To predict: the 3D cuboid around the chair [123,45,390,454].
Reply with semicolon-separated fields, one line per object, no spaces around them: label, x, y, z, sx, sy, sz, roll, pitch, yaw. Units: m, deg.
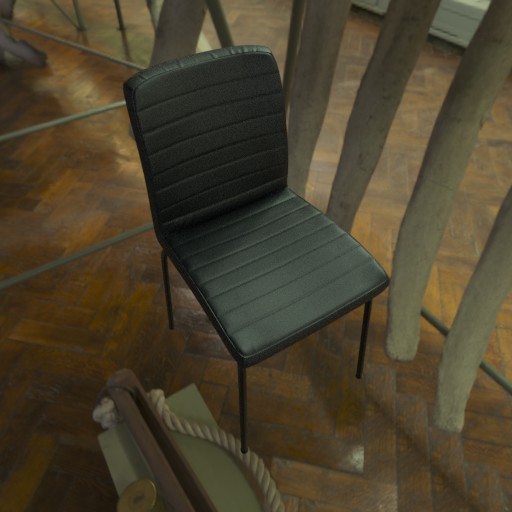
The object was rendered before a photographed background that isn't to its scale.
chair;0.000;0.000;1.182;0.450;0.872;0.572;-25;51;-22
